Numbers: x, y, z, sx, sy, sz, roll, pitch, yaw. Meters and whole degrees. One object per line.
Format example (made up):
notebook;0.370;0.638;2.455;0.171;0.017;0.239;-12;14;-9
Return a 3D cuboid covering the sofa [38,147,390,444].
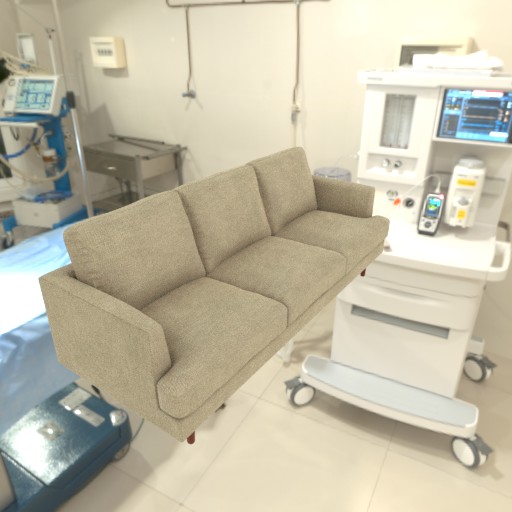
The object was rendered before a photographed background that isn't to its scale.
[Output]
sofa;0.000;0.000;2.705;0.903;0.930;2.246;18;31;31
